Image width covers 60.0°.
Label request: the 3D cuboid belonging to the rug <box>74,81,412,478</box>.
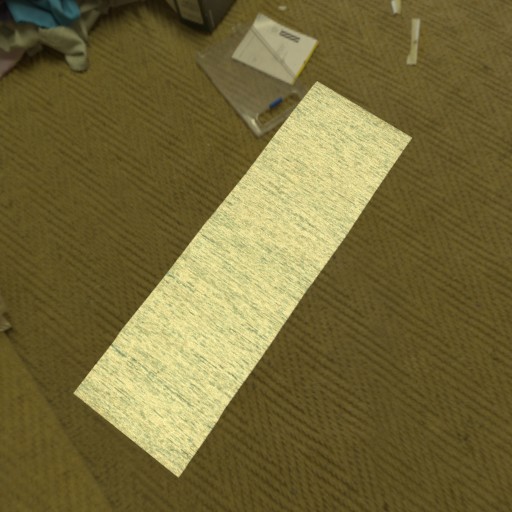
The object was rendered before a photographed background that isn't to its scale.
[{"bbox_3d":[0.000,0.000,2.480,0.700,0.014,2.290,34,77,9],"label":"rug"}]
